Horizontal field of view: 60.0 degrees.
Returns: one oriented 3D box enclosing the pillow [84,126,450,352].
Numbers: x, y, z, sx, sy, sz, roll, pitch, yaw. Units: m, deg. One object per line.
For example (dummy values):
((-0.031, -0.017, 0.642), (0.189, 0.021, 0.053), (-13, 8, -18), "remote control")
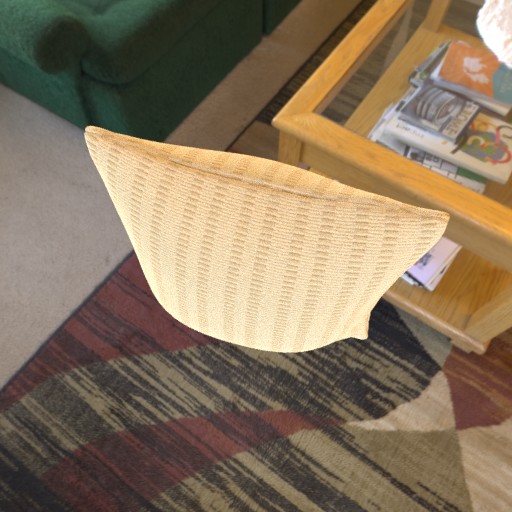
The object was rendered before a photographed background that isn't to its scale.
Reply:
((0.000, 0.000, 0.682), (0.438, 0.419, 0.247), (15, 64, 8), "pillow")
